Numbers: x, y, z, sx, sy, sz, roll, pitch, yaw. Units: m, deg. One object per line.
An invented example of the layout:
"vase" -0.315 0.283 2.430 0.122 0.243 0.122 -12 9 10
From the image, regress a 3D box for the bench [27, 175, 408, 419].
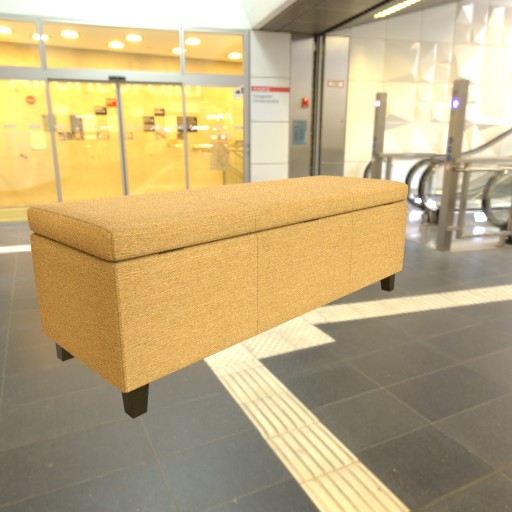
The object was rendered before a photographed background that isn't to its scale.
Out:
"bench" 0.000 0.000 1.466 0.446 0.438 1.269 14 21 42
